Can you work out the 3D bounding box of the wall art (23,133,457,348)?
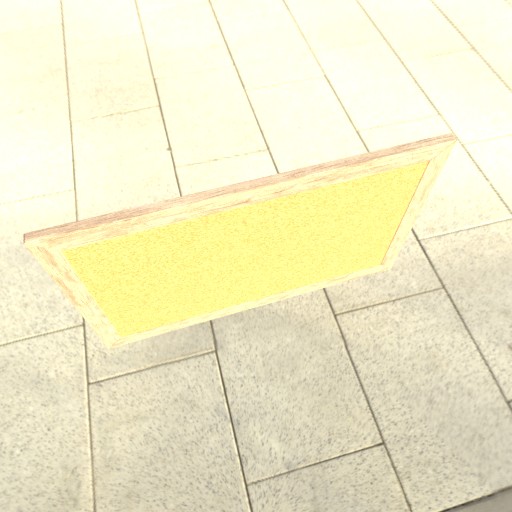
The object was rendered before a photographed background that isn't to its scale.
[{"bbox_3d":[0.000,0.000,0.973,0.780,0.480,0.021,-15,59,-9],"label":"wall art"}]
